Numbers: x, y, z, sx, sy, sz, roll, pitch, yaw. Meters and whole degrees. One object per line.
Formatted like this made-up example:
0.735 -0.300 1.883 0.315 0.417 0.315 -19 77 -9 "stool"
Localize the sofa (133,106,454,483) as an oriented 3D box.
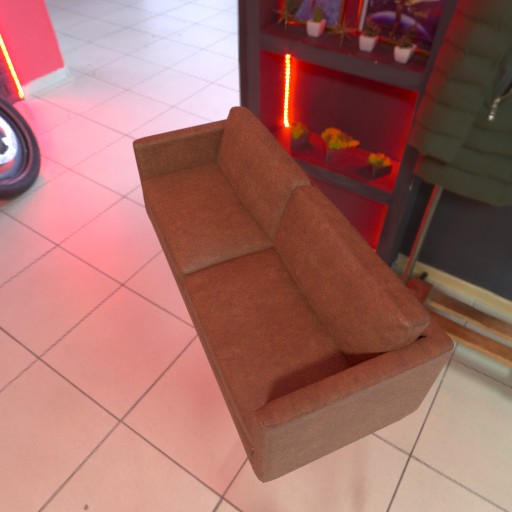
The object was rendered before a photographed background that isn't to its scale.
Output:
0.000 0.000 2.672 0.950 0.932 2.204 -18 49 -16 "sofa"
